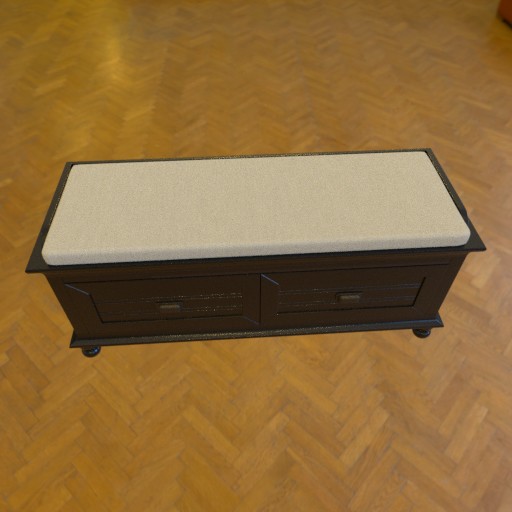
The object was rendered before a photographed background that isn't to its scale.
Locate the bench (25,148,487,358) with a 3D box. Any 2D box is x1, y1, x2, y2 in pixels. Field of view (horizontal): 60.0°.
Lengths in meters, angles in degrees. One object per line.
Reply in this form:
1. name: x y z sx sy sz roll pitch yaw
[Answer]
1. bench: 0.000 0.000 1.416 1.185 0.501 0.402 -3 47 -3
